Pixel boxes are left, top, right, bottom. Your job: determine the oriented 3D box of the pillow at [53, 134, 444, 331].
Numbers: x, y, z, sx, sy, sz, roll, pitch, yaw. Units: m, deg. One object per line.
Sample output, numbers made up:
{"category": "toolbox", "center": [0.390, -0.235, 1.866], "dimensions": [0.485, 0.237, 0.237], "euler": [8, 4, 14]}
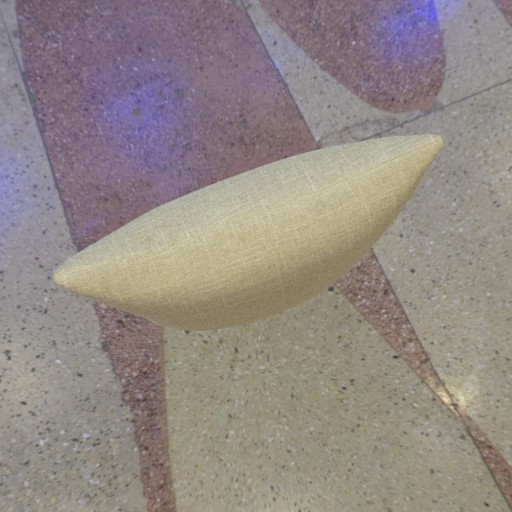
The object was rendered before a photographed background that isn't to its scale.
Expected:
{"category": "pillow", "center": [0.000, 0.000, 0.628], "dimensions": [0.414, 0.399, 0.173], "euler": [-20, 76, -5]}
